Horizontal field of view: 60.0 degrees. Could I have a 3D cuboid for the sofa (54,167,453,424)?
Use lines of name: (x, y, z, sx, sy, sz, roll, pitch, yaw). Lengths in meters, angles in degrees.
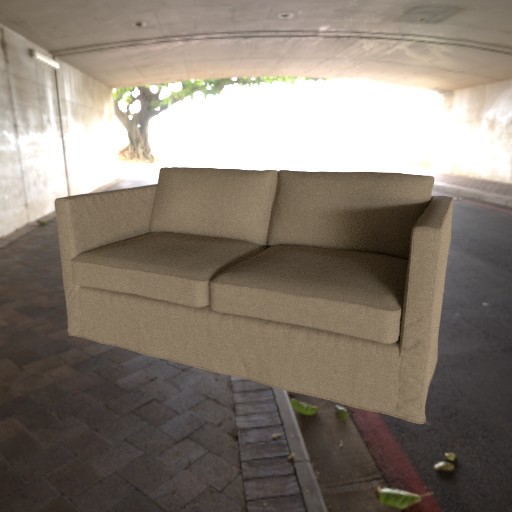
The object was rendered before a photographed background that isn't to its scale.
sofa: (0.000, 0.000, 2.222, 1.766, 0.828, 0.956, 7, 16, 25)
